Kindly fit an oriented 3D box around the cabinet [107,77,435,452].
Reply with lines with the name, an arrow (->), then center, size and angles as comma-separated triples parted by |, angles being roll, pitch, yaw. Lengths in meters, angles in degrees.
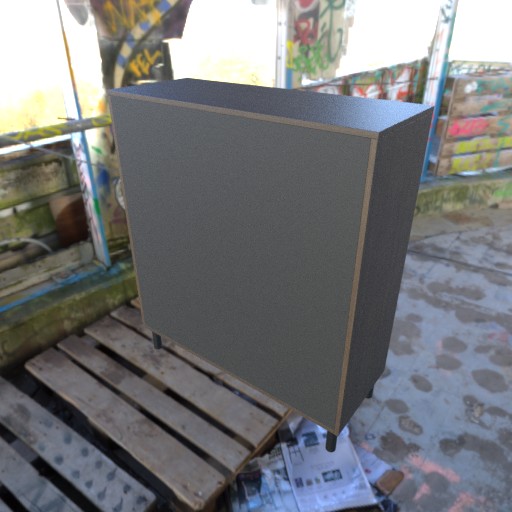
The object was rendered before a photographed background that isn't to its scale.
cabinet -> 0.000, 0.000, 1.710 | 1.010, 1.170, 0.400 | 20, 35, 32
